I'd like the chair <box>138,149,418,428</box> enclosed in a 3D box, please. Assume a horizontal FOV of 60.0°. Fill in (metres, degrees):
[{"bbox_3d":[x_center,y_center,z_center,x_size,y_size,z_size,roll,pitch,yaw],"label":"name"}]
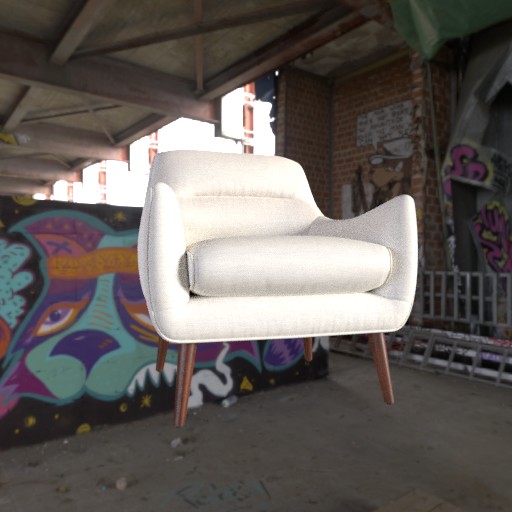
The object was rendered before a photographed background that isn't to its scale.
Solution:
[{"bbox_3d":[0.000,0.000,1.478,0.762,0.838,0.787,0,0,-17],"label":"chair"}]
